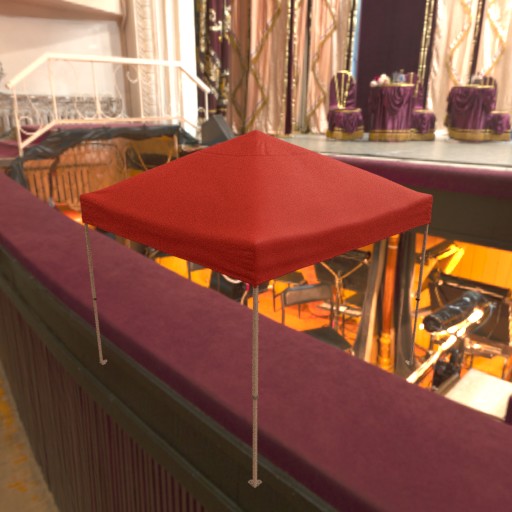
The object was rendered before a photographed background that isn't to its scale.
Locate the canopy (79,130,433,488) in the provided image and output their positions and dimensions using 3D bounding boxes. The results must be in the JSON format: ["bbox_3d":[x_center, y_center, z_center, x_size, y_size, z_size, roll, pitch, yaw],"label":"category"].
[{"bbox_3d":[0.000,0.000,5.475,2.996,2.997,2.998,-17,24,-42],"label":"canopy"}]
